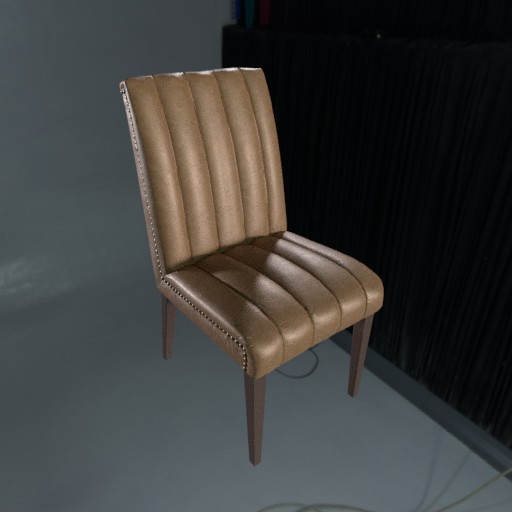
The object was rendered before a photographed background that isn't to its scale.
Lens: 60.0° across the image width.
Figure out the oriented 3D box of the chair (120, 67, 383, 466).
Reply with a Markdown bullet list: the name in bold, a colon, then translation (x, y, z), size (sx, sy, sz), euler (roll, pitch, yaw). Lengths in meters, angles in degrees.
- **chair**: translation (0.000, 0.000, 1.374), size (0.511, 1.016, 0.647), euler (-21, 35, -32)
